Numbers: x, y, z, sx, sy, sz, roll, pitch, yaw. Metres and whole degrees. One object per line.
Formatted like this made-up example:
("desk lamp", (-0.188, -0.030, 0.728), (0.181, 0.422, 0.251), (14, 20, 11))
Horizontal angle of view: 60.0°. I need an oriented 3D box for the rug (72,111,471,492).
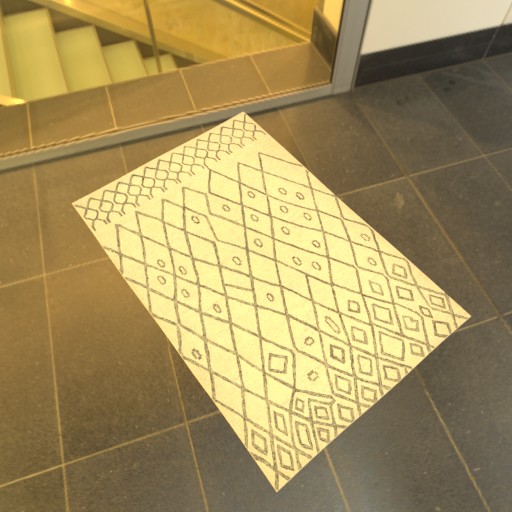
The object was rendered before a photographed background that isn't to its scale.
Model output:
("rug", (0.000, 0.000, 2.325), (1.222, 0.015, 1.828), (-34, 65, -18))
